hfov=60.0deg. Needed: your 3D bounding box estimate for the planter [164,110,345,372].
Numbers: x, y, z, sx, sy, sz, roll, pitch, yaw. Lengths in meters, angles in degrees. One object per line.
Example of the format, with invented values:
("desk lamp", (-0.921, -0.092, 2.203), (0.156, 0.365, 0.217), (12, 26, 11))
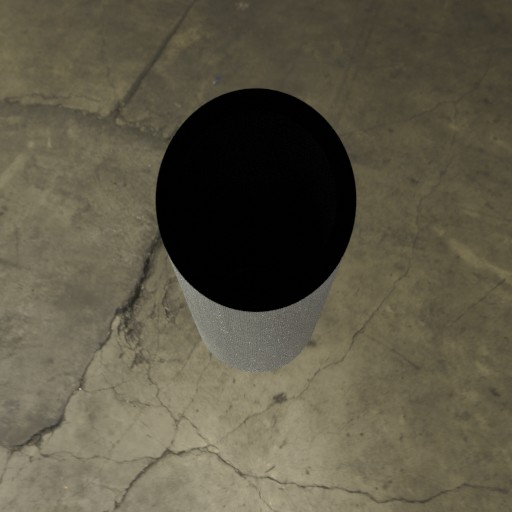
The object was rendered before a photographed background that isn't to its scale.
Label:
("planter", (0.000, 0.000, 0.126), (0.045, 0.103, 0.045), (18, 65, 9))
